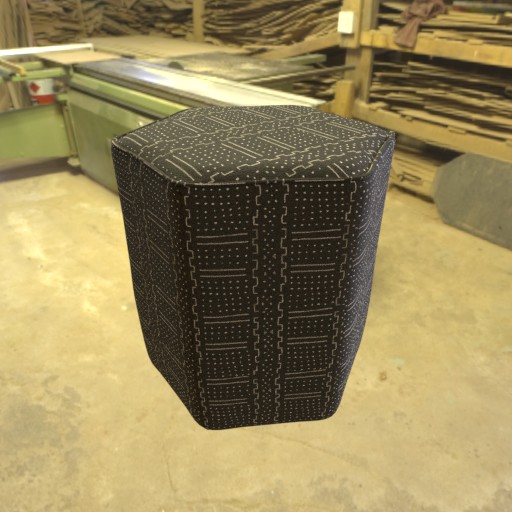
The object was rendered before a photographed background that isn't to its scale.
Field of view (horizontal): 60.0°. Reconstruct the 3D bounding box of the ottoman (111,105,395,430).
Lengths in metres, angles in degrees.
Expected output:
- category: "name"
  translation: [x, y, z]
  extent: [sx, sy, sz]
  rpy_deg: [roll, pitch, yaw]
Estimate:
- category: "ottoman"
  translation: [0.000, 0.000, 0.880]
  extent: [0.443, 0.502, 0.494]
  rpy_deg: [-21, 37, -31]
